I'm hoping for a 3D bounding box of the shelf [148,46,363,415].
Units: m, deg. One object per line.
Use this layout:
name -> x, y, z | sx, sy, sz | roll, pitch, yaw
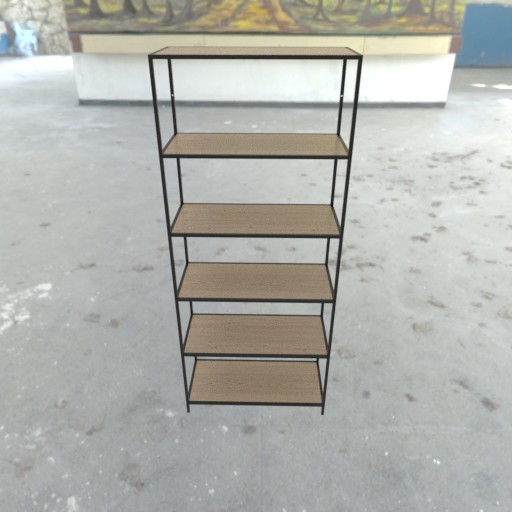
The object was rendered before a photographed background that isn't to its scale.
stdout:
shelf -> 0.000, 0.000, 2.192 | 0.770, 1.850, 0.350 | 1, 30, 1
